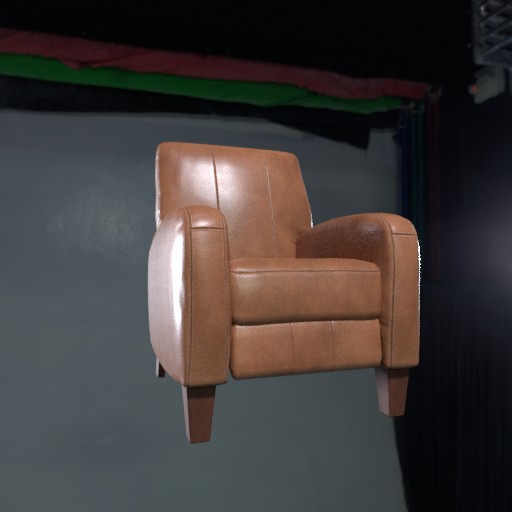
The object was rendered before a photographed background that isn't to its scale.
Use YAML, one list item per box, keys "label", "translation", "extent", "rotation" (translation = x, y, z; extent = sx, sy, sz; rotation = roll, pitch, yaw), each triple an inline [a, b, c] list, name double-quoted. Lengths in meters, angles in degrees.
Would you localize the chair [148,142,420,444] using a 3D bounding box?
- label: "chair"
  translation: [0.000, 0.000, 1.660]
  extent: [0.762, 0.990, 0.990]
  rotation: [0, -1, -19]
